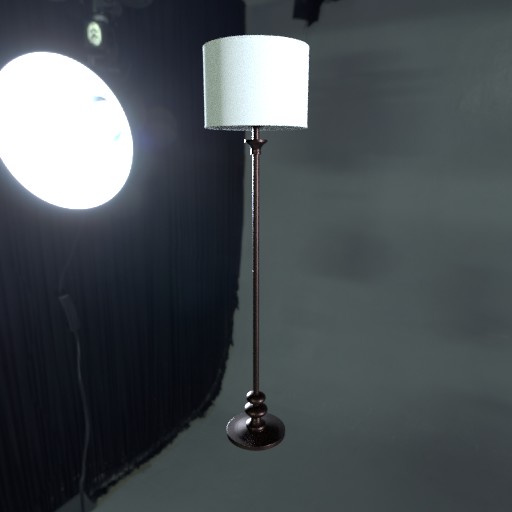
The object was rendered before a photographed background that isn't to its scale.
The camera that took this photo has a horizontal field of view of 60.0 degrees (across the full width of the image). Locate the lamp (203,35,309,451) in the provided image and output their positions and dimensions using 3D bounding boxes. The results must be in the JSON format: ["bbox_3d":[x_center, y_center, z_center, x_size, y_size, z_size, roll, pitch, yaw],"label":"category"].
[{"bbox_3d":[0.000,0.000,1.657,0.356,1.487,0.356,7,15,27],"label":"lamp"}]
